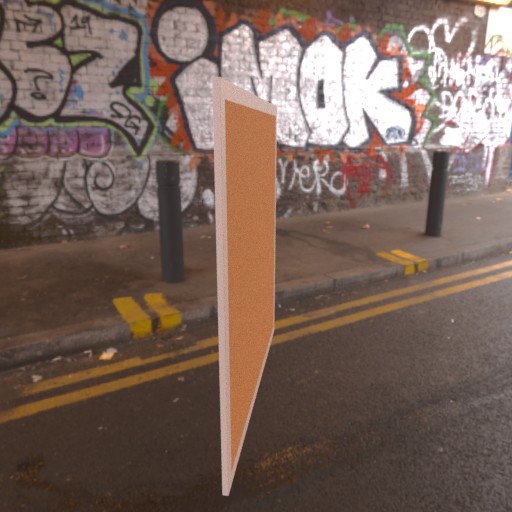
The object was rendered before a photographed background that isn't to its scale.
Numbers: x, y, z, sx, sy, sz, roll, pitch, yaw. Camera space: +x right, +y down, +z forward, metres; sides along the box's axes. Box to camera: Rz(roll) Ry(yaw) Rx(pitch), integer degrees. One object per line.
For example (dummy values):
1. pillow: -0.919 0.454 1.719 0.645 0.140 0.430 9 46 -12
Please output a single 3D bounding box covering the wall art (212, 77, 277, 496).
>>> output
1. wall art: 0.000 0.000 1.200 0.013 0.813 0.812 2 16 9
